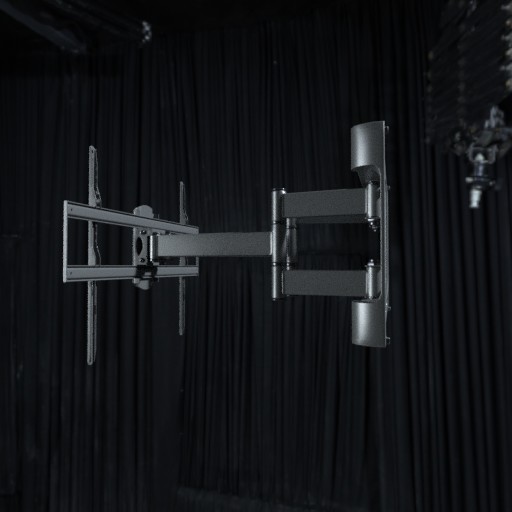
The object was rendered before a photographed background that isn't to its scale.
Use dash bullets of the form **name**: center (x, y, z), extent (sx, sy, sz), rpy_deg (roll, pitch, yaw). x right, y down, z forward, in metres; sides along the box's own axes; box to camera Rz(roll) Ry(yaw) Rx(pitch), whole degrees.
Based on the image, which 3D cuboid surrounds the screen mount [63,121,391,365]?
- **screen mount**: center (0.000, 0.000, 1.114), extent (0.644, 0.491, 0.661), rpy_deg (0, -1, 17)
